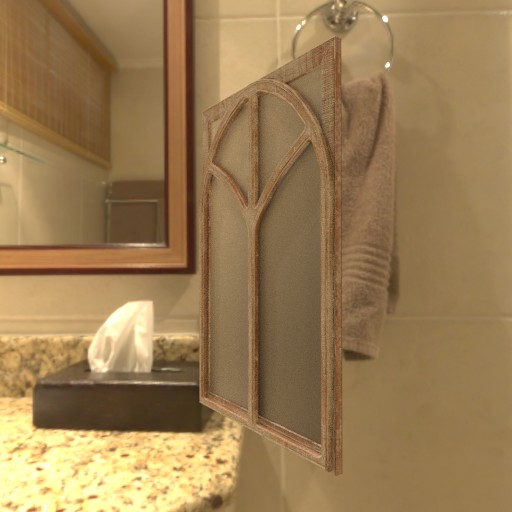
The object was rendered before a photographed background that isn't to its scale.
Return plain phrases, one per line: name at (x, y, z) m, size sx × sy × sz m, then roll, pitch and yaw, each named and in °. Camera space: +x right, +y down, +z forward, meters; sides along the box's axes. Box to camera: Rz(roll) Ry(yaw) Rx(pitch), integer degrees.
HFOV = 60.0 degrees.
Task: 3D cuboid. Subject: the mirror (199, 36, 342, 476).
mirror at (0.000, 0.000, 0.992) m, size 0.058 × 0.787 × 0.495 m, roll 1°, pitch -1°, yaw -35°
